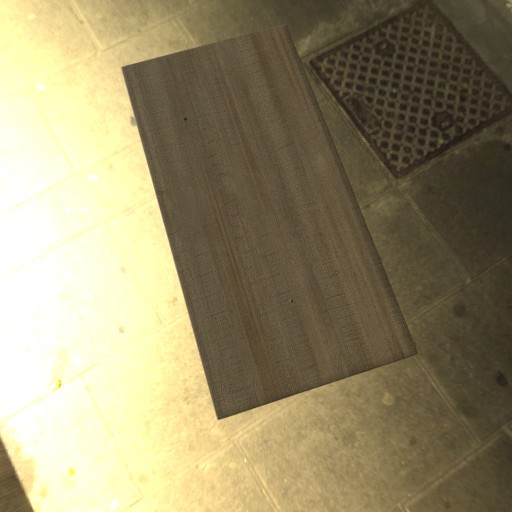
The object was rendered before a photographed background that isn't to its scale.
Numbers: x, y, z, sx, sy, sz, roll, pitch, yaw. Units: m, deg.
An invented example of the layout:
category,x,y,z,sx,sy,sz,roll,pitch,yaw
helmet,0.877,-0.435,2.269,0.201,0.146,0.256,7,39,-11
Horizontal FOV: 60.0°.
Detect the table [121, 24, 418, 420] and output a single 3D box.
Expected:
category,x,y,z,sx,sy,sz,roll,pitch,yaw
table,0.000,0.000,1.035,0.300,0.701,0.599,-17,75,-5
